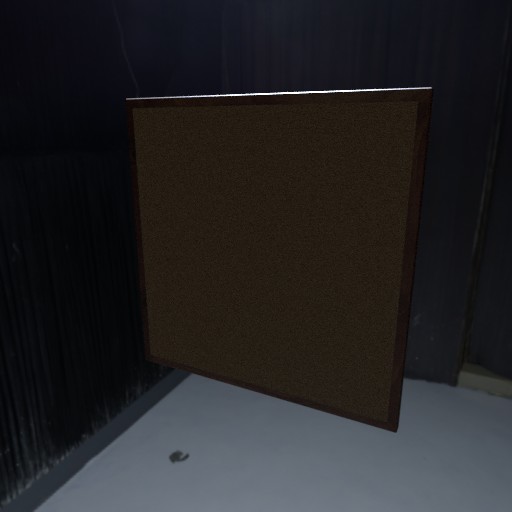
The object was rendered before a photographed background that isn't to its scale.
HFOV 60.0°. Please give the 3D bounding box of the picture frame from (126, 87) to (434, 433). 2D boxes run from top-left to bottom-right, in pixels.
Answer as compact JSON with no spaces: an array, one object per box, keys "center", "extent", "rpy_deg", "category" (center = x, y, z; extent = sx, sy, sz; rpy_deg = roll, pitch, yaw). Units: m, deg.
[{"center":[0.000,0.000,1.191],"extent":[0.810,0.817,0.029],"rpy_deg":[8,18,26],"category":"picture frame"}]
